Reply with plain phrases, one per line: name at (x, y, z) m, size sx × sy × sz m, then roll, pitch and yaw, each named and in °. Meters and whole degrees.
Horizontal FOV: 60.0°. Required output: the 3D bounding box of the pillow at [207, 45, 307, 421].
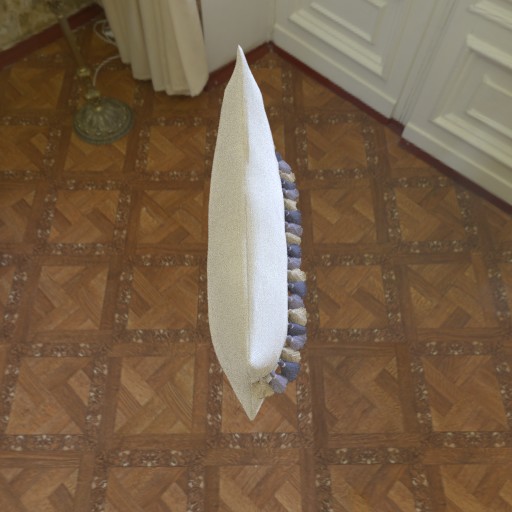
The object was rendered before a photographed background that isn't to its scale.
pillow at (0.000, 0.000, 0.759) m, size 0.165 × 0.481 × 0.489 m, roll -2°, pitch 65°, yaw -1°
